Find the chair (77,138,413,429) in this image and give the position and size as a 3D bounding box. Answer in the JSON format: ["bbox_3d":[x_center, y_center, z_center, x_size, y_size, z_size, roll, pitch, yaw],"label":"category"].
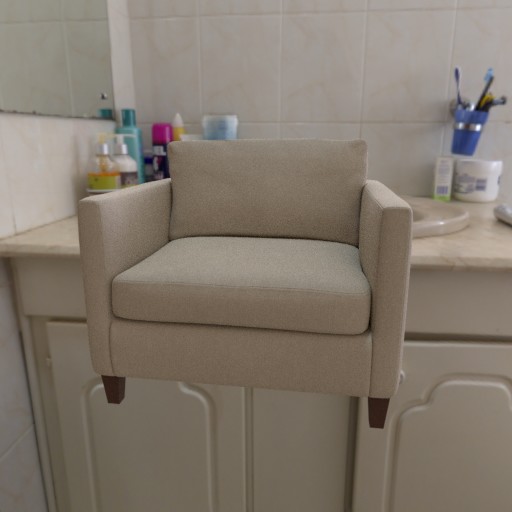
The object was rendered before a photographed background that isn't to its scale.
[{"bbox_3d":[0.000,0.000,1.865,1.107,0.961,0.959,2,15,9],"label":"chair"}]
